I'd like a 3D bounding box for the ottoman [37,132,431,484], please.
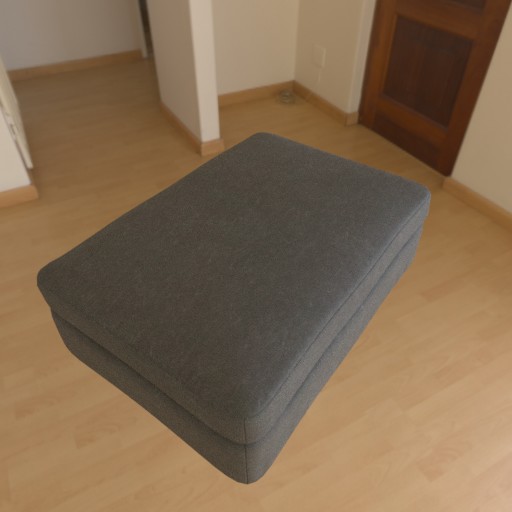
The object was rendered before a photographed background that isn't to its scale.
[{"bbox_3d":[0.000,0.000,1.579,0.840,0.429,1.199,26,48,26],"label":"ottoman"}]
